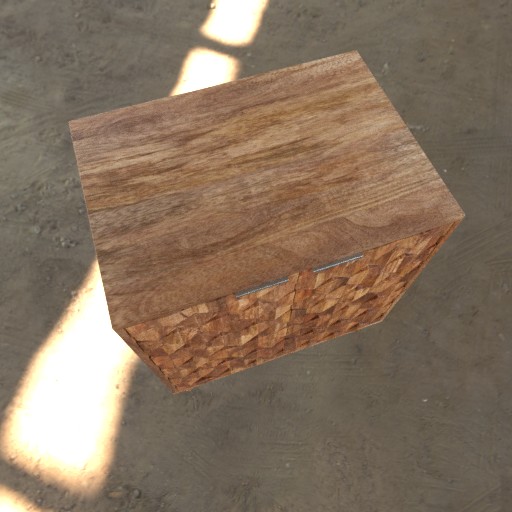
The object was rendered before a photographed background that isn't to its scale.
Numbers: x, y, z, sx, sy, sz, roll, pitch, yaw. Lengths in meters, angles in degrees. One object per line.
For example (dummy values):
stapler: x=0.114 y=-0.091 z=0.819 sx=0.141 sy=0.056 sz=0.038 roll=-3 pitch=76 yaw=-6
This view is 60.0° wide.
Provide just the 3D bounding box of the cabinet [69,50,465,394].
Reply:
cabinet: x=0.000 y=0.000 z=1.191 sx=0.647 sy=0.758 sz=0.473 roll=-17 pitch=64 yaw=-9
